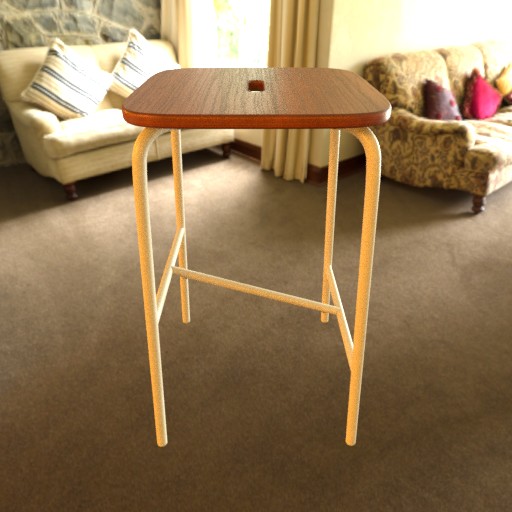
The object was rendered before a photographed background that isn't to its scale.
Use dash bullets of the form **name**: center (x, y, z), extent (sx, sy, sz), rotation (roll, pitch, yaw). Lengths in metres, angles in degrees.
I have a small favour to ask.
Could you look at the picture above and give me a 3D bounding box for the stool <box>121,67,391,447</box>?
- **stool**: center (0.000, 0.000, 0.836), extent (0.376, 0.610, 0.376), rotation (0, 31, 0)
